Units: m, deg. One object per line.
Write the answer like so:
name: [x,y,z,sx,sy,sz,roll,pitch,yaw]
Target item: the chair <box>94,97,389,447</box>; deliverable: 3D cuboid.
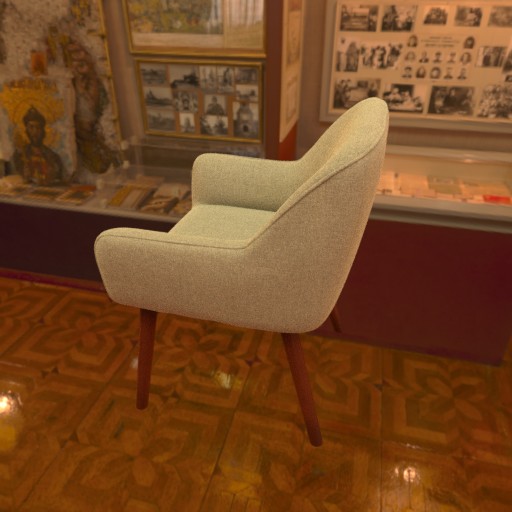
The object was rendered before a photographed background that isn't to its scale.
chair: [0.000,0.000,1.246,0.610,0.813,0.610,8,32,14]
